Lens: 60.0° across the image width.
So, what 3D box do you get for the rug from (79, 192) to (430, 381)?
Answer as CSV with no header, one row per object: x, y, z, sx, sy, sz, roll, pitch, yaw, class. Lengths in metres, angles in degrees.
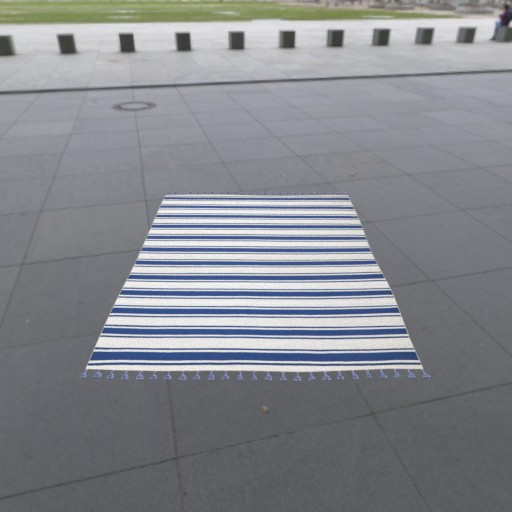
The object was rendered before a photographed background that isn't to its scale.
0.000,0.000,4.552,2.471,0.016,3.416,0,31,0,rug
